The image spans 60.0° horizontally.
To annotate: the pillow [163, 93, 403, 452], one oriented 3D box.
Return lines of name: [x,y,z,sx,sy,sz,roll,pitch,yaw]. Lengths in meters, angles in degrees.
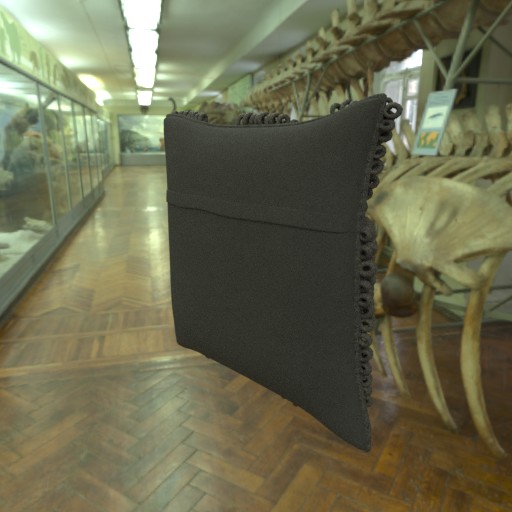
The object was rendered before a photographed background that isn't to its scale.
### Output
pillow: [0.000,0.000,0.717,0.172,0.467,0.470,-14,20,-42]
